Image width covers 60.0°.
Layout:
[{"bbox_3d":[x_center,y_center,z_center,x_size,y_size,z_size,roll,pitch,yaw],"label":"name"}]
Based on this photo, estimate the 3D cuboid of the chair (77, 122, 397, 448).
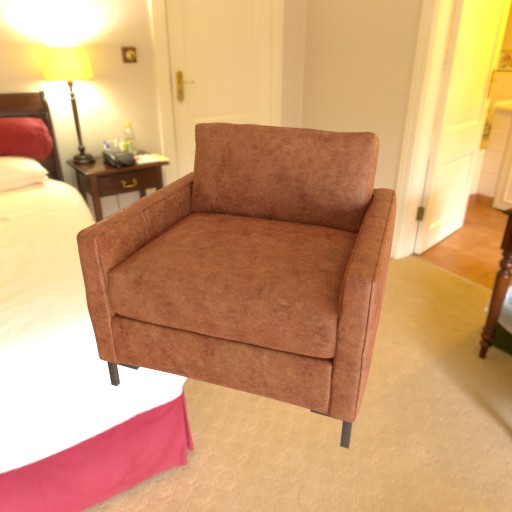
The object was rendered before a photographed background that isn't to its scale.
[{"bbox_3d":[0.000,0.000,1.693,0.967,0.869,0.862,8,27,17],"label":"chair"}]
